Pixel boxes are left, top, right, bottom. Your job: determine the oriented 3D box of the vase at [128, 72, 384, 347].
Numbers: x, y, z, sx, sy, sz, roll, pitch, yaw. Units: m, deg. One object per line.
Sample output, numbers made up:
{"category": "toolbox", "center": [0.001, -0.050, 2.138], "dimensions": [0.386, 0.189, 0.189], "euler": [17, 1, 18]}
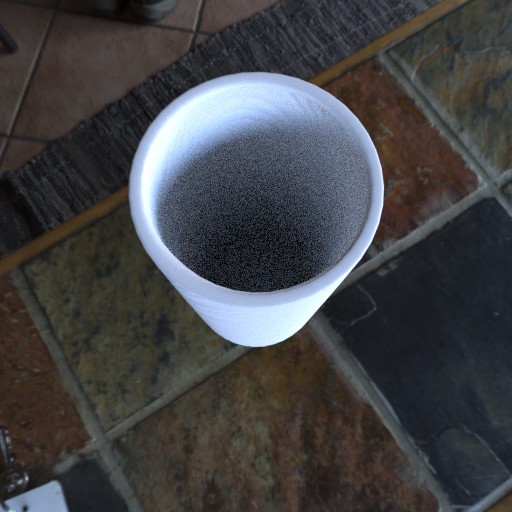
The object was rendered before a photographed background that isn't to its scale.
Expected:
{"category": "vase", "center": [0.000, 0.000, 0.390], "dimensions": [0.143, 0.316, 0.143], "euler": [0, 75, 0]}
